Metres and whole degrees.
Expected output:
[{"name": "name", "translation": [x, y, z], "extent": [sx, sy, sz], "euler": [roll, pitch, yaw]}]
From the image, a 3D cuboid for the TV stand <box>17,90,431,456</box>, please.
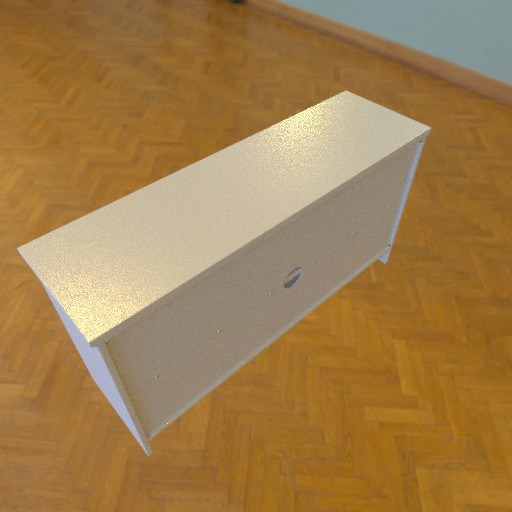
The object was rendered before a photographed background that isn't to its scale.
[{"name": "TV stand", "translation": [0.000, 0.000, 1.415], "extent": [1.167, 0.603, 0.344], "euler": [-33, 54, -28]}]
